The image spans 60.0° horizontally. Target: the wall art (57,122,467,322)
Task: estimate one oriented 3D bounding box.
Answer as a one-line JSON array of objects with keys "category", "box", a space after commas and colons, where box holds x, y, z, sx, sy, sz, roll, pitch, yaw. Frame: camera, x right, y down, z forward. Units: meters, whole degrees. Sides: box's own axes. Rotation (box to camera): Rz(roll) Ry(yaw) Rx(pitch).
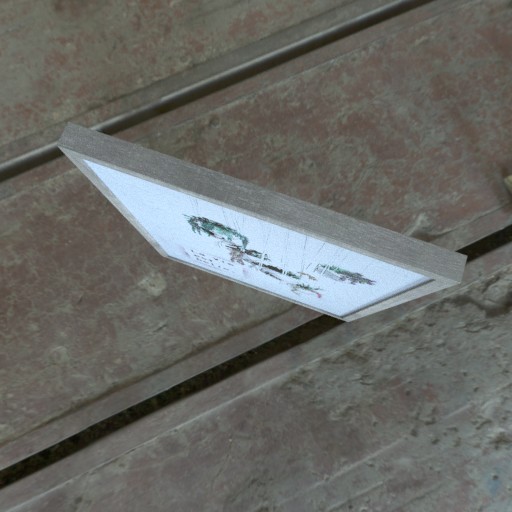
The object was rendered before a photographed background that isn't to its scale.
[{"category": "wall art", "box": [0.000, 0.000, 0.693, 0.421, 0.521, 0.032, 19, 78, 4]}]
